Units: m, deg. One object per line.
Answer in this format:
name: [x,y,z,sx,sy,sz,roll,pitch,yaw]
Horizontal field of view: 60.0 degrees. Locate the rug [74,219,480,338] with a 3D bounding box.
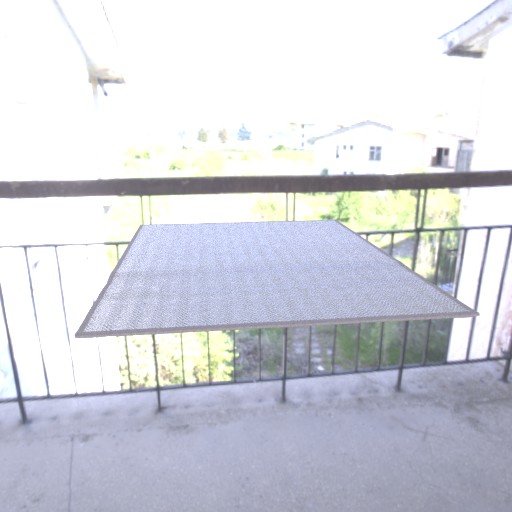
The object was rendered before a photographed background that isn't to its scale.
rug: [0.000,0.000,4.039,2.434,0.032,3.007,-2,16,-7]
